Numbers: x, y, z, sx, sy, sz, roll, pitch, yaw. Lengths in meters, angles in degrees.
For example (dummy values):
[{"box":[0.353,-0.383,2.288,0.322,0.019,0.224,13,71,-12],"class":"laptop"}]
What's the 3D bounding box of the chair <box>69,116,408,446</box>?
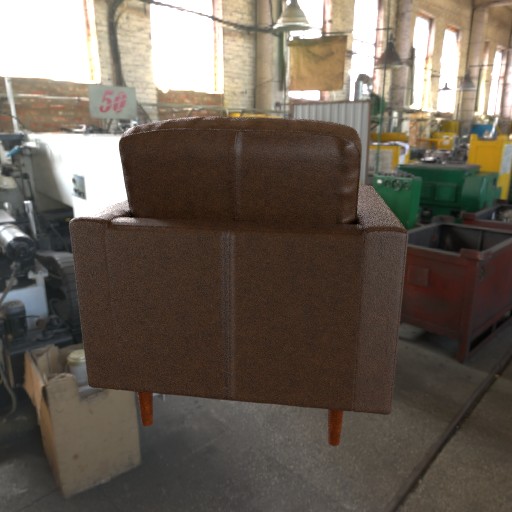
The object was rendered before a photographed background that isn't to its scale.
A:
[{"box":[0.000,0.000,1.619,0.890,0.956,0.909,2,16,9],"class":"chair"}]
